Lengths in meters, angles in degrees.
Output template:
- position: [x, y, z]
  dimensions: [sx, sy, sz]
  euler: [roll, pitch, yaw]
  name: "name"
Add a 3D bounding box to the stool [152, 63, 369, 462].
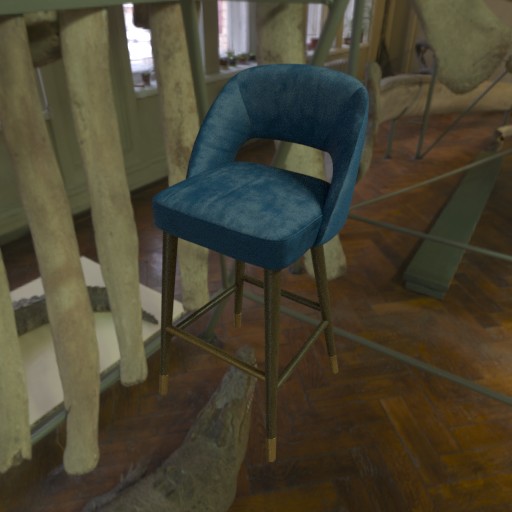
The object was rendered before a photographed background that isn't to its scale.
- position: [0.000, 0.000, 1.335]
  dimensions: [0.514, 1.016, 0.515]
  euler: [20, 37, 29]
  name: "stool"
